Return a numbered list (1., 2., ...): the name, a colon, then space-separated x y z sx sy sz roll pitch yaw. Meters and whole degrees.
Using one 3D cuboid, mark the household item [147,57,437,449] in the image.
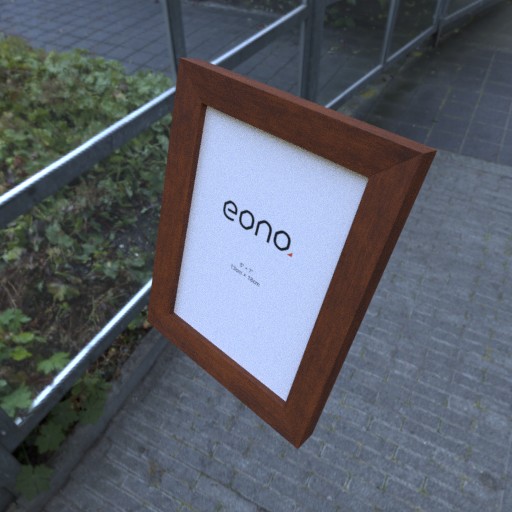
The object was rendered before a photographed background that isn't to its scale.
1. household item: 0.000 0.000 0.293 0.160 0.204 0.096 32 54 28
